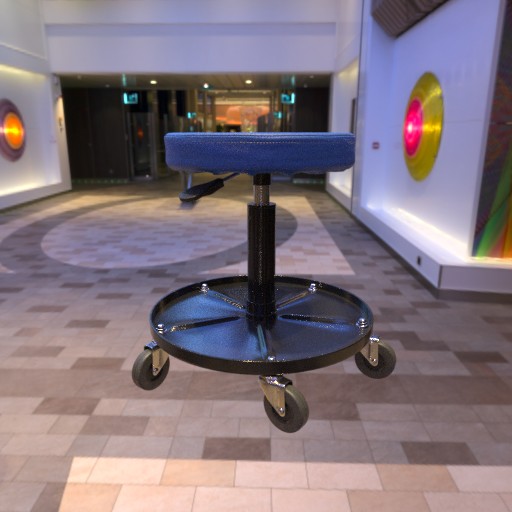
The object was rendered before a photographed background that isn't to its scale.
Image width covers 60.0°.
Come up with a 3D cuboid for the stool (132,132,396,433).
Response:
[{"bbox_3d":[0.000,0.000,0.681,0.382,0.365,0.381,-15,21,-43],"label":"stool"}]
